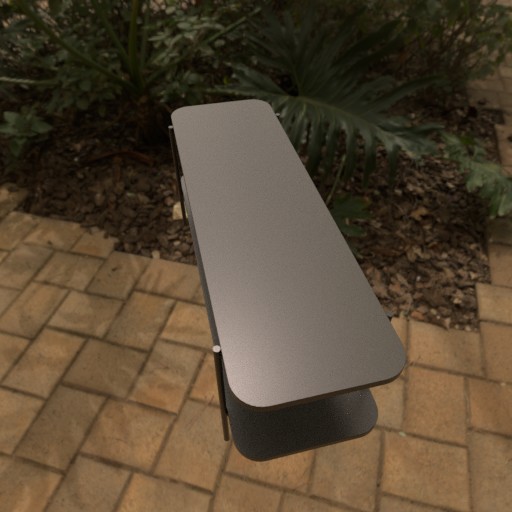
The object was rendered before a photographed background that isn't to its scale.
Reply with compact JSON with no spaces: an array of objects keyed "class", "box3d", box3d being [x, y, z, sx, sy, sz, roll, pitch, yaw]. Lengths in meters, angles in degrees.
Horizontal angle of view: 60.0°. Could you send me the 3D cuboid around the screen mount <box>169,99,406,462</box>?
[{"class":"screen mount","box3d":[0.000,0.000,1.406,0.400,0.447,1.200,-10,46,-9]}]
